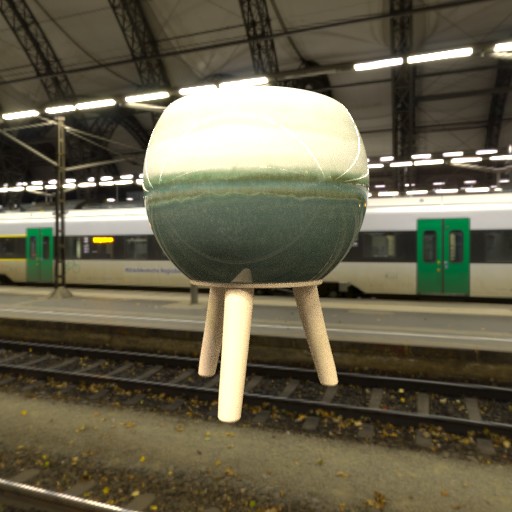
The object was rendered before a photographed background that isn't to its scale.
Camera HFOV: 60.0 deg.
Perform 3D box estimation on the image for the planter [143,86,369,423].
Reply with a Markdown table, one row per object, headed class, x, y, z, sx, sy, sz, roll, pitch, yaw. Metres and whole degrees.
| class | x | y | z | sx | sy | sz | roll | pitch | yaw |
| --- | --- | --- | --- | --- | --- | --- | --- | --- | --- |
| planter | 0.000 | 0.000 | 0.448 | 0.222 | 0.278 | 0.222 | 0 | 1 | 0 |
